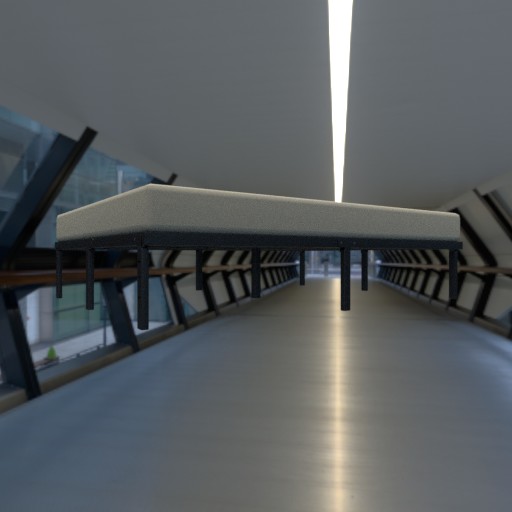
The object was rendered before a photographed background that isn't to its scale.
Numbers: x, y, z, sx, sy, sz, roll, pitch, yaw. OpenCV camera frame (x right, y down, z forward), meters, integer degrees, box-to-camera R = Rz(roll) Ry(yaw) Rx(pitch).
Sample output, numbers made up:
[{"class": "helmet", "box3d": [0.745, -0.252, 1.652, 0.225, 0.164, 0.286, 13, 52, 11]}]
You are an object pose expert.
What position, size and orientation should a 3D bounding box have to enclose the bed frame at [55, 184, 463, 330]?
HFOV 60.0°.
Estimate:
[{"class": "bed frame", "box3d": [0.000, 0.000, 3.567, 2.635, 0.680, 1.990, 0, 0, -35]}]
